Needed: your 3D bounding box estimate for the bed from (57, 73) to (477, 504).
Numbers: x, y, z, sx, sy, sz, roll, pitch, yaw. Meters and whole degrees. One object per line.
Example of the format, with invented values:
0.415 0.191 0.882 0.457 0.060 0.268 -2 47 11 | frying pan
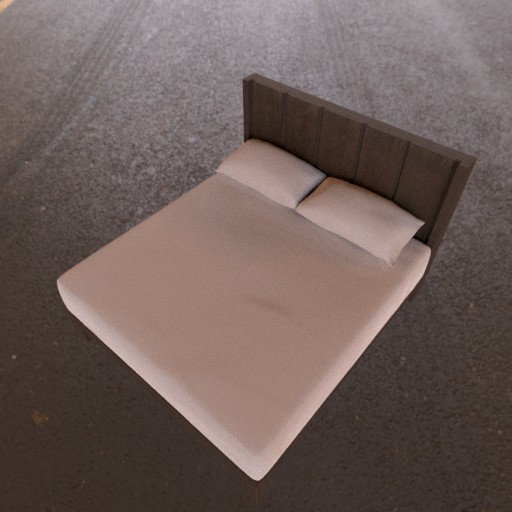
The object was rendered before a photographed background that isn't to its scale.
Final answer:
0.000 0.000 2.924 1.735 1.261 1.992 32 54 26 | bed
